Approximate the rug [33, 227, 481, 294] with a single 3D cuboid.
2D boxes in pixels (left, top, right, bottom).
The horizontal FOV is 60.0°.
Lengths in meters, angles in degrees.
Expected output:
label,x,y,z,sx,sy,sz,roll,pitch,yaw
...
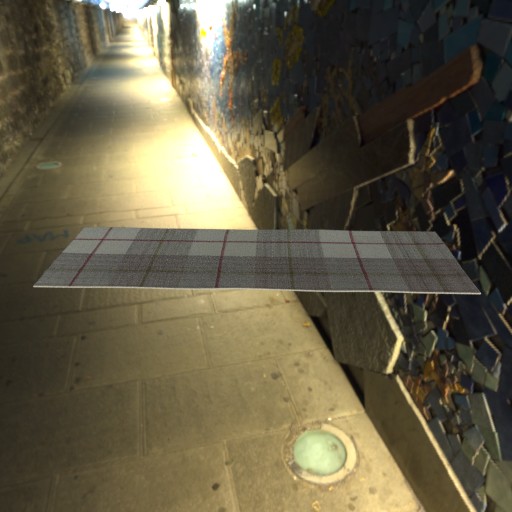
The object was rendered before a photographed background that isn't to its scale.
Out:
label,x,y,z,sx,sy,sz,roll,pitch,yaw
rug,0.000,0.000,2.745,2.439,0.013,0.762,1,29,1
